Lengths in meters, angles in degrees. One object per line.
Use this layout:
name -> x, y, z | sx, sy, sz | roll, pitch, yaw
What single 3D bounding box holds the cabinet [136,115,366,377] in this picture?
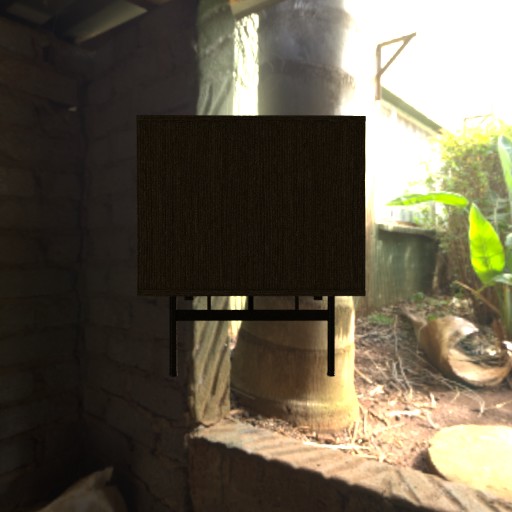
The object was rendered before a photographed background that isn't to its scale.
cabinet -> 0.000, 0.000, 1.570 | 0.500, 0.599, 1.300 | 0, 1, 0
